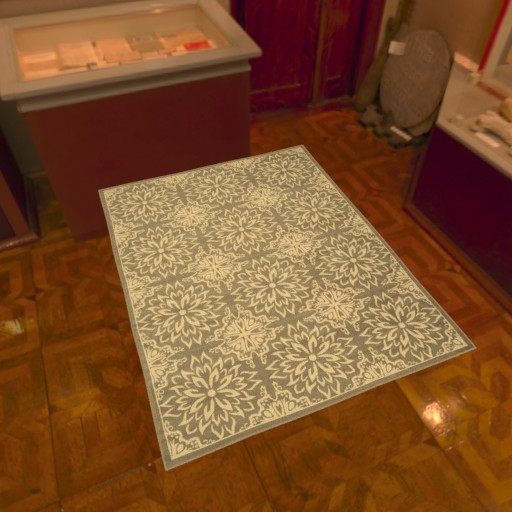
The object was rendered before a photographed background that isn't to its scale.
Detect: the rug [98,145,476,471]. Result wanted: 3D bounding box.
[{"bbox_3d":[0.000,0.000,3.962,2.363,0.012,2.980,-16,48,-15],"label":"rug"}]
